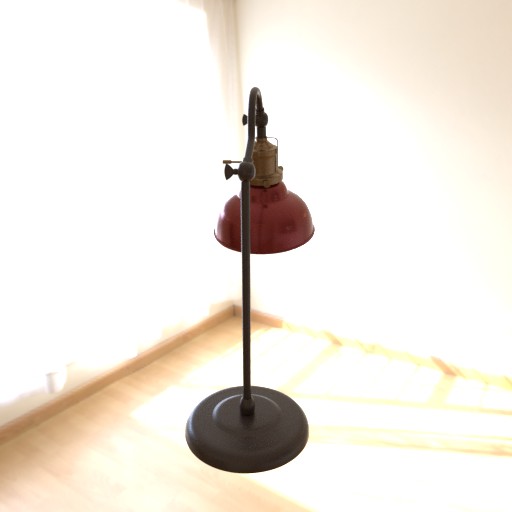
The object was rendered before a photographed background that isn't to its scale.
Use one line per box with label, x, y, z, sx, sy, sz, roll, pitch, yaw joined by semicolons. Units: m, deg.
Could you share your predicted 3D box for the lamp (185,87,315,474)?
lamp;0.000;0.000;0.710;0.192;0.508;0.374;2;16;8
